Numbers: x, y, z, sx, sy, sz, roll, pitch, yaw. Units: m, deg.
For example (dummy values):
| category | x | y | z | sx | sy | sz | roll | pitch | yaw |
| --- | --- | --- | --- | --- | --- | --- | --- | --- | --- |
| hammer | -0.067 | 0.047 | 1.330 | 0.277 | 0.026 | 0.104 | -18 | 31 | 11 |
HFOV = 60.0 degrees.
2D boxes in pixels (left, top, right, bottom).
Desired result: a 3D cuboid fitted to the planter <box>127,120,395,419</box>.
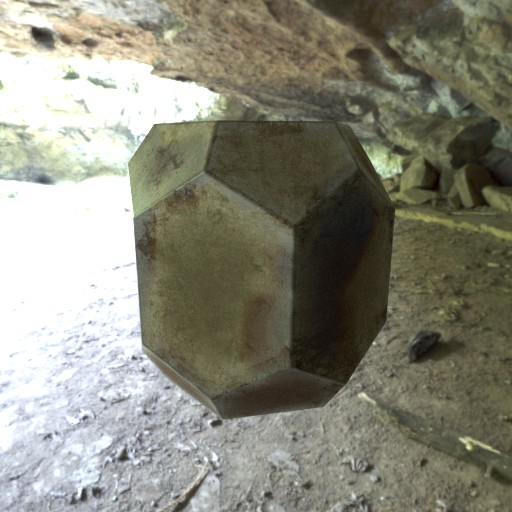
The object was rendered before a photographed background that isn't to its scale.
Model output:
| category | x | y | z | sx | sy | sz | roll | pitch | yaw |
| --- | --- | --- | --- | --- | --- | --- | --- | --- | --- |
| planter | 0.000 | 0.000 | 0.417 | 0.221 | 0.238 | 0.243 | -3 | 15 | -12 |
